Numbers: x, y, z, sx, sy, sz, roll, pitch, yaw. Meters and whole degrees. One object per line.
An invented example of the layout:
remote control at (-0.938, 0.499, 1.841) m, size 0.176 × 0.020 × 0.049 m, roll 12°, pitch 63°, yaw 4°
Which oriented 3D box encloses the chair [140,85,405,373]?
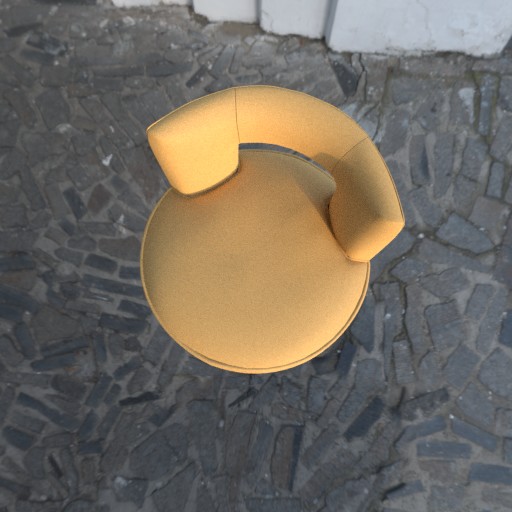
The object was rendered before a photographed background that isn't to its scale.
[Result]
chair at (0.000, 0.000, 1.291) m, size 0.650 × 0.723 × 0.665 m, roll 21°, pitch 75°, yaw 6°
